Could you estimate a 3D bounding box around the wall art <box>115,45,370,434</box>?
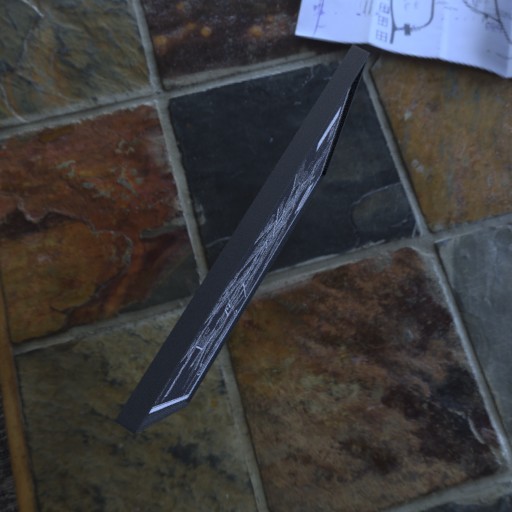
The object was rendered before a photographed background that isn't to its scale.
[{"bbox_3d":[0.000,0.000,0.573,0.021,0.301,0.443,30,78,7],"label":"wall art"}]
